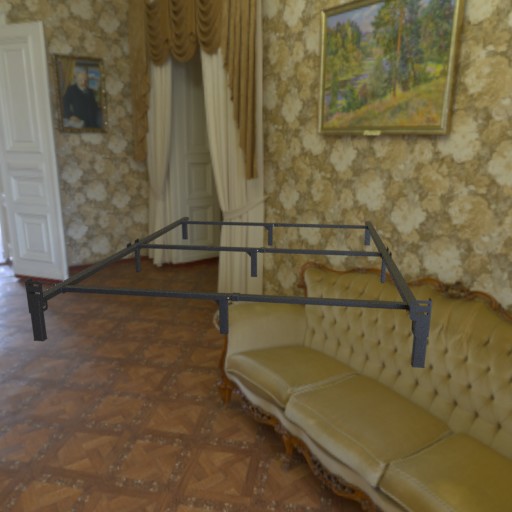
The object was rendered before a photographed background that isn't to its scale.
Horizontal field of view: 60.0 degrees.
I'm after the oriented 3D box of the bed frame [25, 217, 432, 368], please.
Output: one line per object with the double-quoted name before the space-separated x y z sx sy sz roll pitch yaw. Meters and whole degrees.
"bed frame" 0.000 0.000 2.572 1.498 0.248 1.990 2 15 8
